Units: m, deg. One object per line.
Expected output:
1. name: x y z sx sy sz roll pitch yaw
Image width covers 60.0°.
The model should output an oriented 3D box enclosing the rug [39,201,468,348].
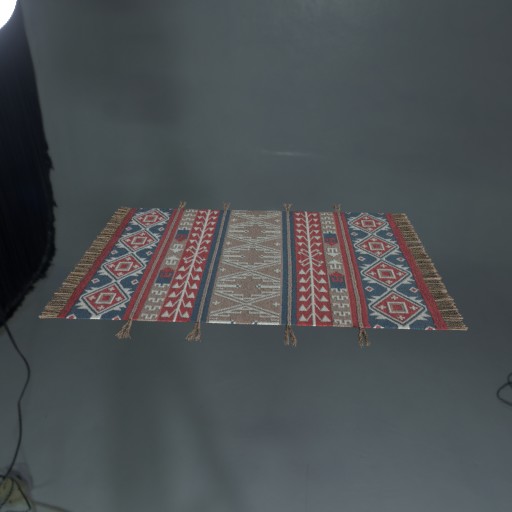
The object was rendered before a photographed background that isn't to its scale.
1. rug: 0.000 0.000 2.585 2.025 0.040 1.469 1 31 2
